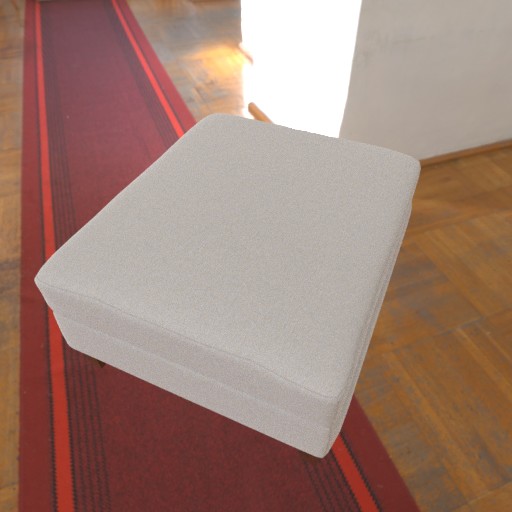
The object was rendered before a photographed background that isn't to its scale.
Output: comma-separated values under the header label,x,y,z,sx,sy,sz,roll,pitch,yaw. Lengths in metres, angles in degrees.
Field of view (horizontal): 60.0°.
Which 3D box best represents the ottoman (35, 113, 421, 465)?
label,x,y,z,sx,sy,sz,roll,pitch,yaw
ottoman,0.000,0.000,1.438,0.836,0.492,0.976,18,48,17
